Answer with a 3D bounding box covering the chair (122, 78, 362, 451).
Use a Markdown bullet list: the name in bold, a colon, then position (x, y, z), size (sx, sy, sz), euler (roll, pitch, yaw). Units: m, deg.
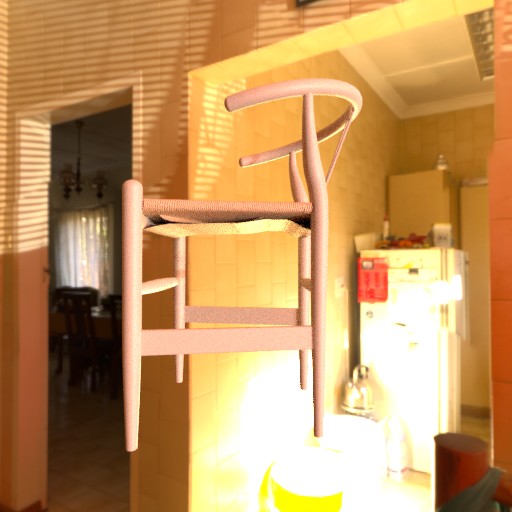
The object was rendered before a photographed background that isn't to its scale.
- **chair**: position (0.000, 0.000, 1.073), size (0.500, 0.736, 0.533), euler (0, -1, 1)
